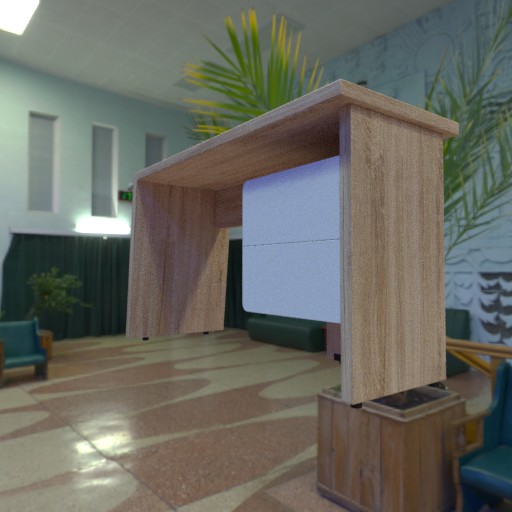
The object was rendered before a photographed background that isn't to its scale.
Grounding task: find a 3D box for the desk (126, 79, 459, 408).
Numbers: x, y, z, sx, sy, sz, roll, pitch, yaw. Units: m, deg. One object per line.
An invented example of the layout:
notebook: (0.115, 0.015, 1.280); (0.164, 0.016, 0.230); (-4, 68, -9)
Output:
desk: (0.000, 0.000, 1.645); (0.500, 0.750, 1.300); (1, -2, -37)
